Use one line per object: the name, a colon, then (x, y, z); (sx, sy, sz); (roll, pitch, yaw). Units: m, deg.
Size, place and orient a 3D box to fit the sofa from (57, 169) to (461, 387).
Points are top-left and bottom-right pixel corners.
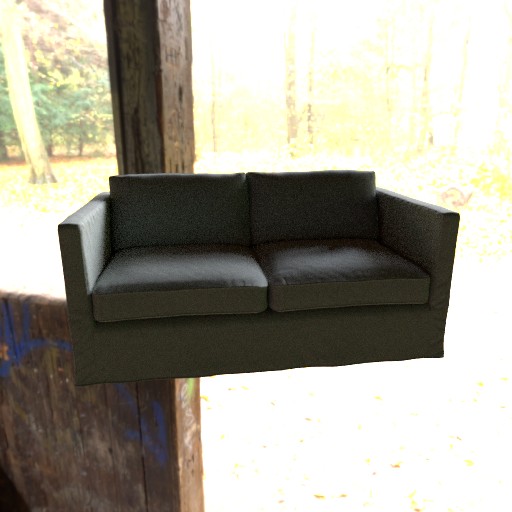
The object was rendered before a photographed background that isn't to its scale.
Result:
sofa: (0.000, 0.000, 2.333); (1.727, 0.830, 0.944); (-2, 17, -8)
